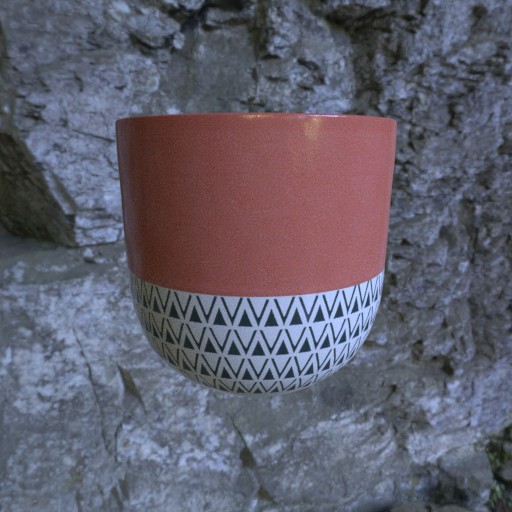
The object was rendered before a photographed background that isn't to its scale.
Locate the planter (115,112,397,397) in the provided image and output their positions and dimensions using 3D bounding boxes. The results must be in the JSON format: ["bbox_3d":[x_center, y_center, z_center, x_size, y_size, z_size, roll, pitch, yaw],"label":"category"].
[{"bbox_3d":[0.000,0.000,0.468,0.266,0.270,0.266,0,14,0],"label":"planter"}]
